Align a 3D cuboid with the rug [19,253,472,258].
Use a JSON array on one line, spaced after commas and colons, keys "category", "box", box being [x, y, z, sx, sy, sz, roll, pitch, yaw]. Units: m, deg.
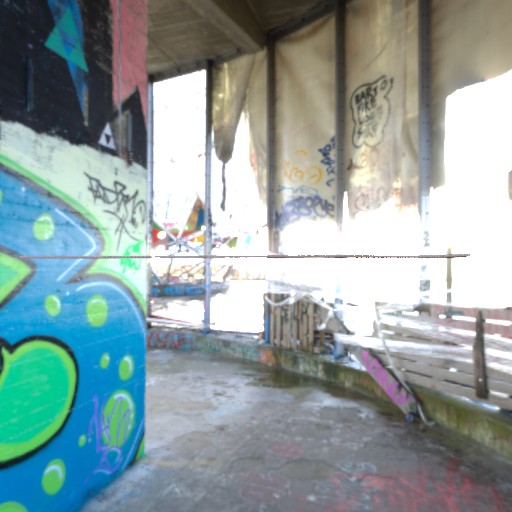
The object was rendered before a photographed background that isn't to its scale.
[{"category": "rug", "box": [0.000, 0.000, 2.282, 1.837, 0.025, 1.230, 0, 0, 17]}]
